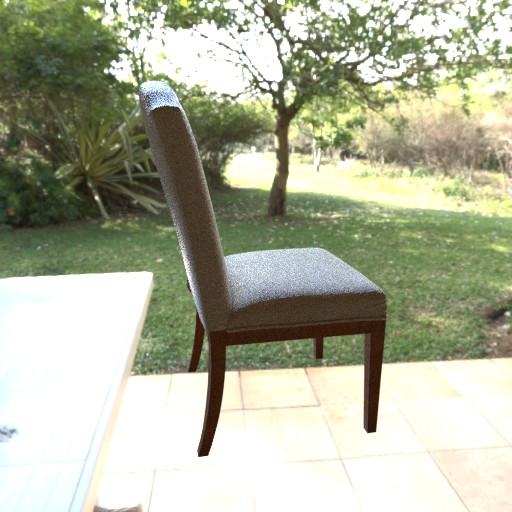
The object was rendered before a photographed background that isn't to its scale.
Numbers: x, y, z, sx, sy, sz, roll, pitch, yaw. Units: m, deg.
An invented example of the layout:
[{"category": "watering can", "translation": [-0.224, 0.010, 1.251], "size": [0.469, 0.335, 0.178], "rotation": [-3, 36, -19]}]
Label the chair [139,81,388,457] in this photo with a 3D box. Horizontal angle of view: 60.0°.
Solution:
[{"category": "chair", "translation": [0.000, 0.000, 1.388], "size": [0.648, 1.012, 0.534], "rotation": [-3, 15, -11]}]
